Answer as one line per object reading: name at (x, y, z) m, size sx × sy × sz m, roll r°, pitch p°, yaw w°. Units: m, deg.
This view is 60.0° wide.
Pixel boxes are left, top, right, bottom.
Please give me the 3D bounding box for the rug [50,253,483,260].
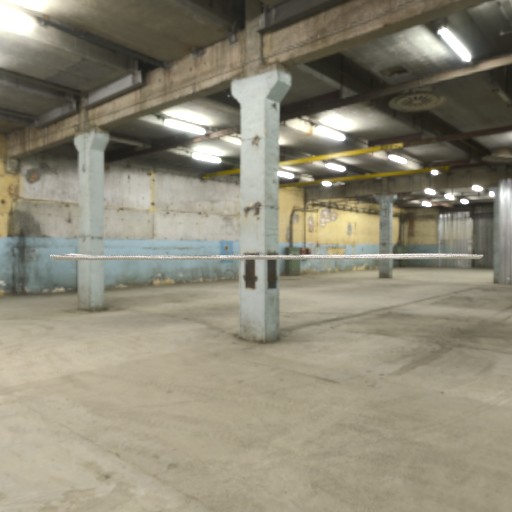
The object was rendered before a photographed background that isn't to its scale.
rug at (0.000, 0.000, 3.048) m, size 2.447 × 0.036 × 1.537 m, roll 0°, pitch 0°, yaw -20°
